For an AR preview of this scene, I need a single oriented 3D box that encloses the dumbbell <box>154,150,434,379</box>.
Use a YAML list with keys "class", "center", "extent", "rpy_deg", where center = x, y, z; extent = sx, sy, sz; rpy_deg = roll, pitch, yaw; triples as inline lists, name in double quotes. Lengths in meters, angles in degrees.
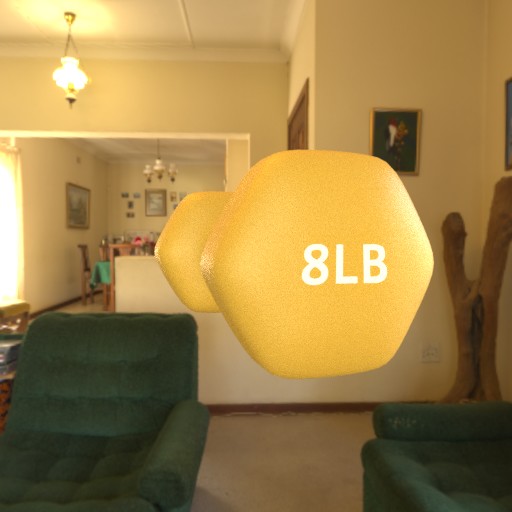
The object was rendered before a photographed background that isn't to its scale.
- class: "dumbbell"
  center: [0.000, 0.000, 0.237]
  extent: [0.090, 0.082, 0.190]
  rpy_deg: [-1, 2, -19]
